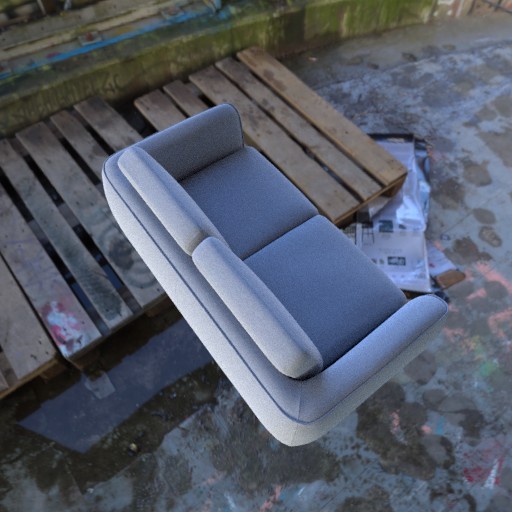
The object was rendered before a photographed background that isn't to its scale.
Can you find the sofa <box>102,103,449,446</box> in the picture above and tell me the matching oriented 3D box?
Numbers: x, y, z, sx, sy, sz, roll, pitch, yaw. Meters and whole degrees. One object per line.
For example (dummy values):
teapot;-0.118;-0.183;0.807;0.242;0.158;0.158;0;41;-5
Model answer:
sofa;0.000;0.000;2.250;0.920;0.850;1.700;-32;63;-18
